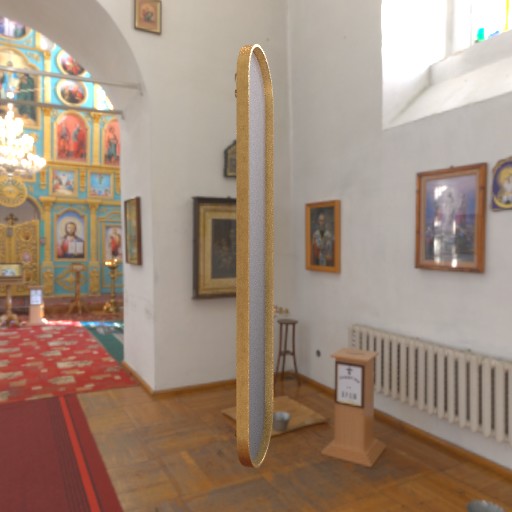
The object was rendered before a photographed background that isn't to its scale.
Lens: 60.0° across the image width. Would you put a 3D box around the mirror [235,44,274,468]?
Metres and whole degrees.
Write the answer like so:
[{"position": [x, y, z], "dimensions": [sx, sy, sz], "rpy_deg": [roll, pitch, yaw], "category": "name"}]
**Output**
[{"position": [0.000, 0.000, 1.064], "dimensions": [0.032, 0.991, 0.222], "rpy_deg": [0, 0, 16], "category": "mirror"}]
